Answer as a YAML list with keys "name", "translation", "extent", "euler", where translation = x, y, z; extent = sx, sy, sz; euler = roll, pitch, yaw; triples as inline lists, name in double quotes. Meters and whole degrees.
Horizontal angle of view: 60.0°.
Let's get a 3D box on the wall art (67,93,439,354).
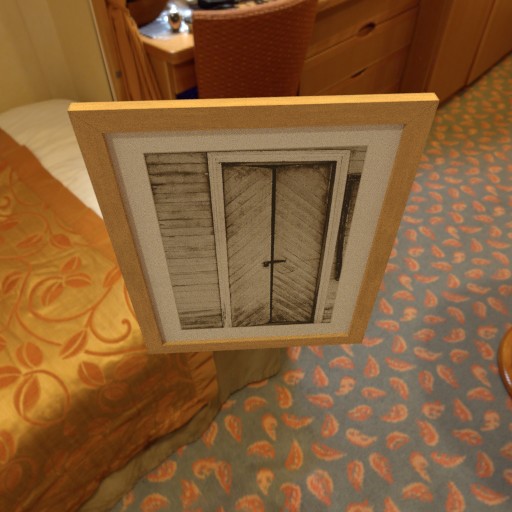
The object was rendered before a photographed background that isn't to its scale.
- name: "wall art"
  translation: [0.000, 0.000, 0.757]
  extent: [0.460, 0.561, 0.020]
  euler: [-2, 47, -2]
